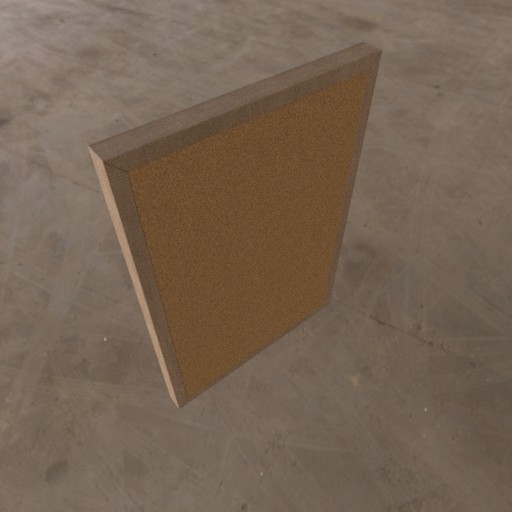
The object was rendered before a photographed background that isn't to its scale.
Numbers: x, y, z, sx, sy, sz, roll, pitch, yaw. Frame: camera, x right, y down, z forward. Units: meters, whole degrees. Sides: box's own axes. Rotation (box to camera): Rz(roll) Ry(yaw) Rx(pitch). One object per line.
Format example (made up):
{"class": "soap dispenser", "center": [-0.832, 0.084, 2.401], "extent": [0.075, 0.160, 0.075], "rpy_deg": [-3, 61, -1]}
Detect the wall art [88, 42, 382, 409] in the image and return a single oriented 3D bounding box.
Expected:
{"class": "wall art", "center": [0.000, 0.000, 0.646], "extent": [0.356, 0.509, 0.031], "rpy_deg": [-30, 55, -24]}
